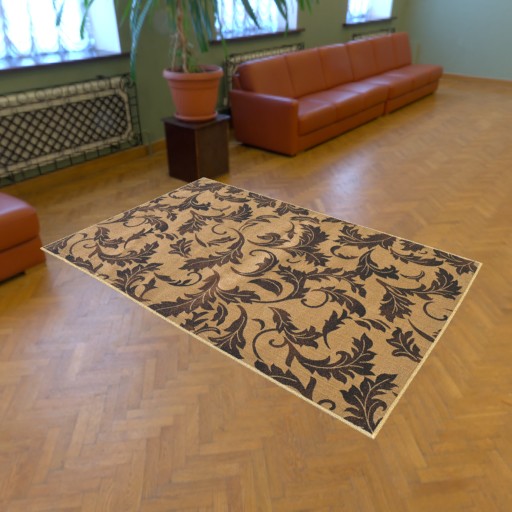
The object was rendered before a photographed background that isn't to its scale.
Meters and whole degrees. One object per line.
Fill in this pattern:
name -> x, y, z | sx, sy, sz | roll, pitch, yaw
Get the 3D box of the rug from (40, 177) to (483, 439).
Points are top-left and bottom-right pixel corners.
rug -> 0.000, 0.000, 2.728 | 2.284, 0.008, 1.522 | 22, 38, 31
